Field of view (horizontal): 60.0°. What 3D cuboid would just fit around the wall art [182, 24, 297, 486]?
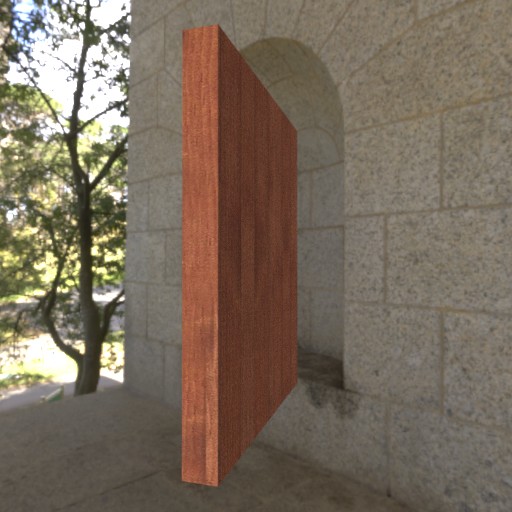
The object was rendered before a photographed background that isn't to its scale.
[{"bbox_3d":[0.000,0.000,0.617,0.039,0.449,0.377,0,0,17],"label":"wall art"}]
